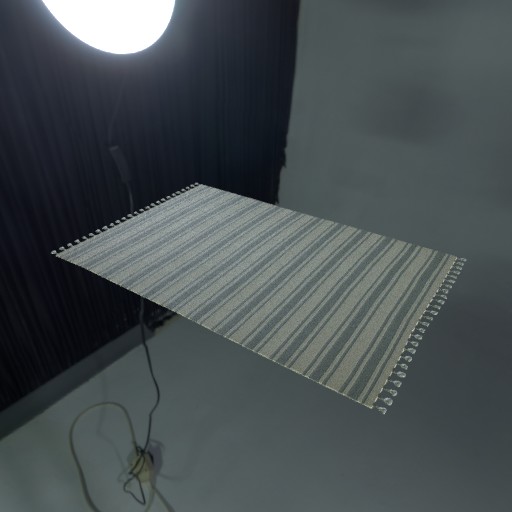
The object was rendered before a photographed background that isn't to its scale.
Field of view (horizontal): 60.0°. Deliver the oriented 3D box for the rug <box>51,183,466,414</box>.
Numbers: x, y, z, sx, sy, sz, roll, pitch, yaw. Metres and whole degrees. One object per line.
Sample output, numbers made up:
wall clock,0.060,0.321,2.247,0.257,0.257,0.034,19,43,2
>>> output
rug,0.000,0.000,3.034,2.410,0.011,1.539,20,37,29
